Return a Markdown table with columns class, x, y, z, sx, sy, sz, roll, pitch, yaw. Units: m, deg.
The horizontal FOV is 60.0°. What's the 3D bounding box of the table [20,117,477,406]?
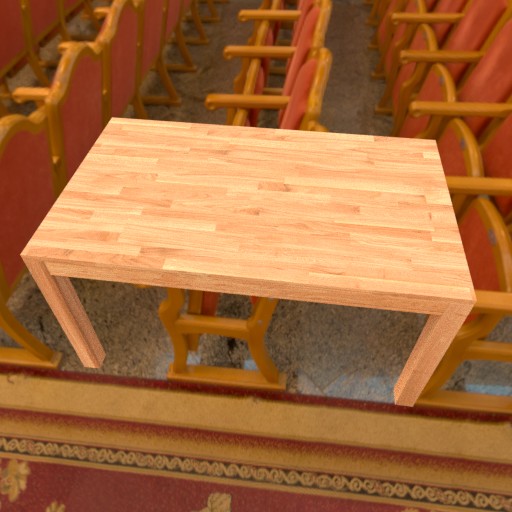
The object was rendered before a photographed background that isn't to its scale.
| class | x | y | z | sx | sy | sz | roll | pitch | yaw |
| --- | --- | --- | --- | --- | --- | --- | --- | --- | --- |
| table | 0.000 | 0.000 | 2.026 | 1.500 | 0.770 | 0.900 | 5 | 48 | 5 |
